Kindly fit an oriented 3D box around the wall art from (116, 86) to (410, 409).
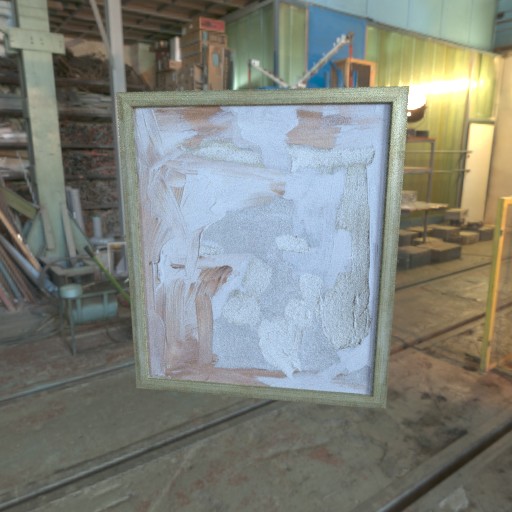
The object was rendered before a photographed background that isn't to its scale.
[{"bbox_3d":[0.000,0.000,0.789,0.483,0.559,0.009,2,13,9],"label":"wall art"}]
